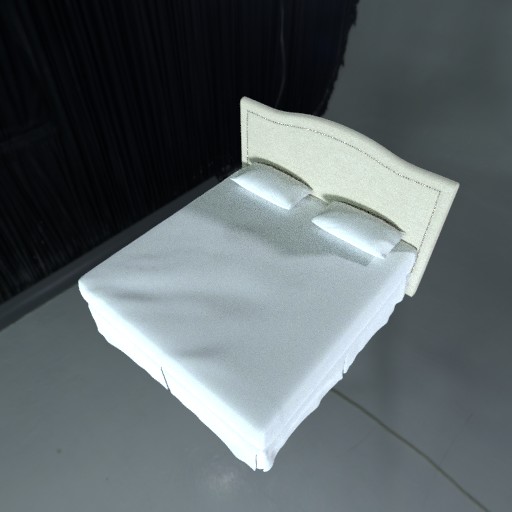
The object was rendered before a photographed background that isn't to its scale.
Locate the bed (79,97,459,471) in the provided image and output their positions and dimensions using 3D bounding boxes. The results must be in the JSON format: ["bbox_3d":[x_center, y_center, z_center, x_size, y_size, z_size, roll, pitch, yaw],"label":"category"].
[{"bbox_3d":[0.000,0.000,3.555,2.083,1.421,2.182,31,54,27],"label":"bed"}]
